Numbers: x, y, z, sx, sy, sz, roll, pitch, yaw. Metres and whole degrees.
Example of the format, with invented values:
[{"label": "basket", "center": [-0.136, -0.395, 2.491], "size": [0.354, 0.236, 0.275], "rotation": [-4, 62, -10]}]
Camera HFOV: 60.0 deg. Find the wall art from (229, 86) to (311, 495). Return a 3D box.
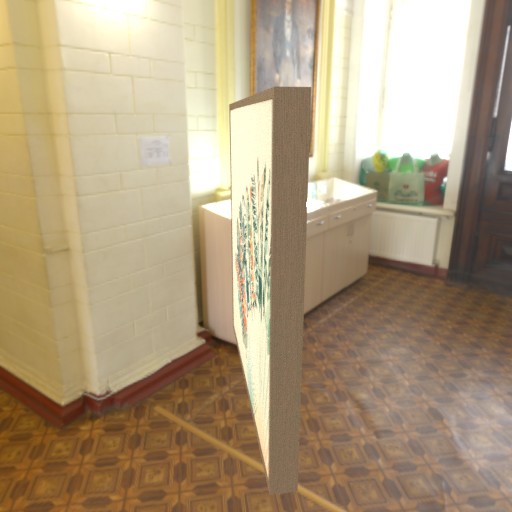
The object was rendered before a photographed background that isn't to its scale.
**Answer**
[{"label": "wall art", "center": [0.000, 0.000, 0.756], "size": [0.038, 0.506, 0.508], "rotation": [-2, 17, -8]}]
